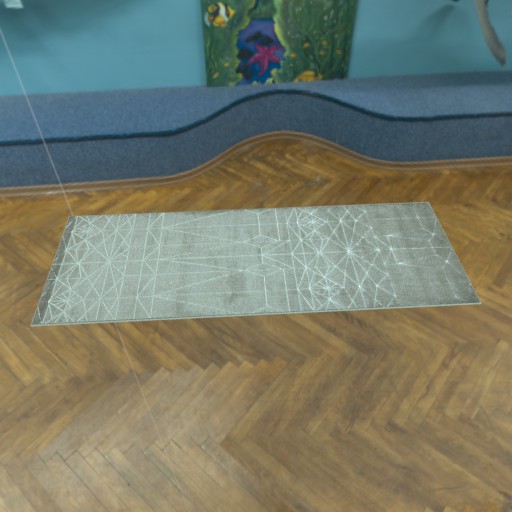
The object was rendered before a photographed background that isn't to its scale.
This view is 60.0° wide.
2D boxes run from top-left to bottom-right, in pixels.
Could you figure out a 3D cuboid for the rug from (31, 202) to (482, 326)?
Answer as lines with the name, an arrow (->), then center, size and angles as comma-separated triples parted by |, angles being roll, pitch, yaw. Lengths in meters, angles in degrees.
rug -> 0.000, 0.000, 2.642 | 2.388, 0.012, 0.864 | -3, 46, -2
